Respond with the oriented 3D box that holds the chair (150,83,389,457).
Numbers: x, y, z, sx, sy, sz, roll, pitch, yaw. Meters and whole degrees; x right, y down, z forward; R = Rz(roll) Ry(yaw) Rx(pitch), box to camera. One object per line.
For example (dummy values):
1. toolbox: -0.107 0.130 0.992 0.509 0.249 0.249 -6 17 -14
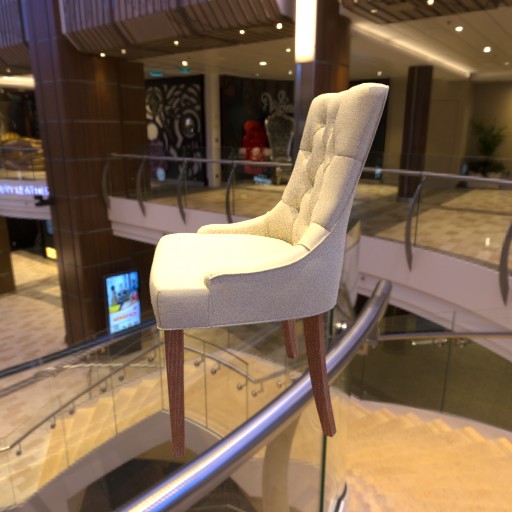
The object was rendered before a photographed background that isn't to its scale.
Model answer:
1. chair: 0.000 0.000 1.228 0.565 0.874 0.509 -2 16 -9
